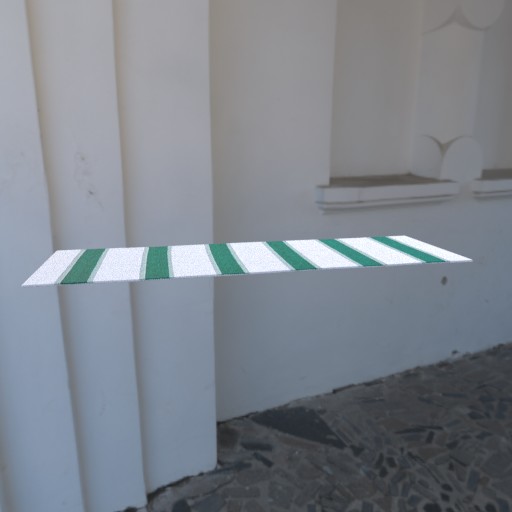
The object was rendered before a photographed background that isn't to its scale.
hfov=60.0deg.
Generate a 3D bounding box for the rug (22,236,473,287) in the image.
[{"bbox_3d":[0.000,0.000,2.710,2.438,0.012,0.768,-3,14,-11],"label":"rug"}]
